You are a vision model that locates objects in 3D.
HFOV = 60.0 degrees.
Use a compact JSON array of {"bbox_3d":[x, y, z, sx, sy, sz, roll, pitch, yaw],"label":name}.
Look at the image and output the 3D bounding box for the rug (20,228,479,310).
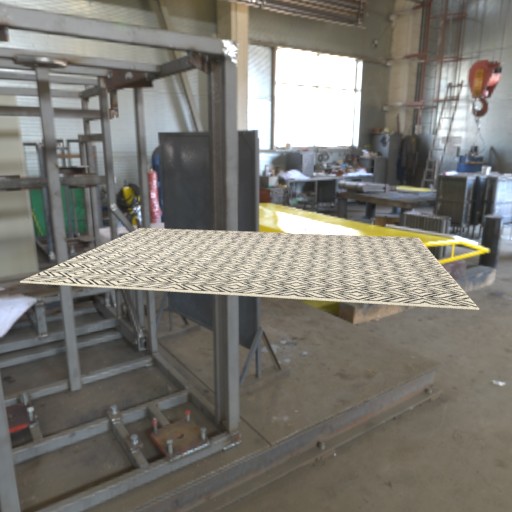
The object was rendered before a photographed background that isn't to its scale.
[{"bbox_3d":[0.000,0.000,2.311,1.828,0.007,1.220,3,15,10],"label":"rug"}]
